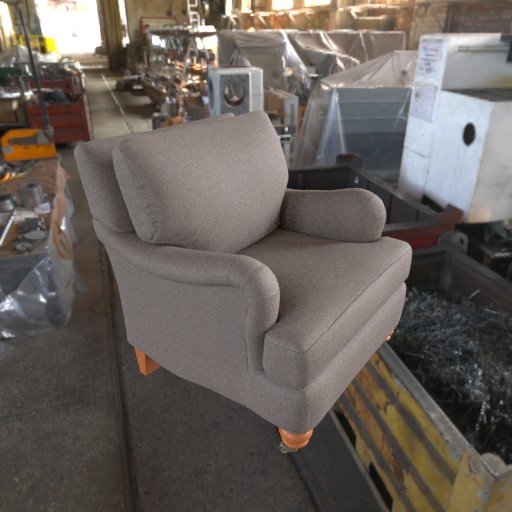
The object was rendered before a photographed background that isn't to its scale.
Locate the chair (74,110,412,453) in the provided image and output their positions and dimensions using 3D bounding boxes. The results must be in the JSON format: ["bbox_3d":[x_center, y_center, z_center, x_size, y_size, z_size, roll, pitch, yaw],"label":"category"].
[{"bbox_3d":[0.000,0.000,1.864,1.070,1.038,0.955,19,33,33],"label":"chair"}]
